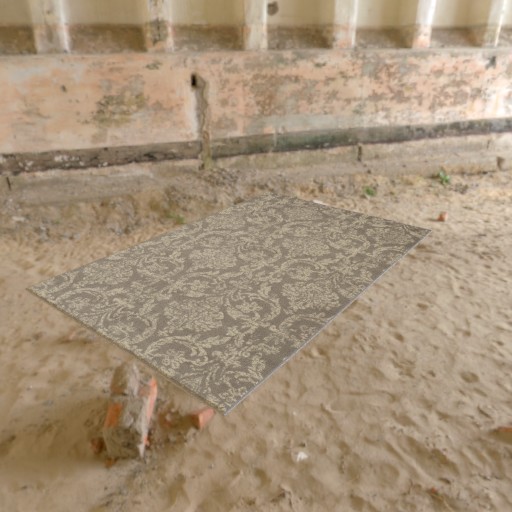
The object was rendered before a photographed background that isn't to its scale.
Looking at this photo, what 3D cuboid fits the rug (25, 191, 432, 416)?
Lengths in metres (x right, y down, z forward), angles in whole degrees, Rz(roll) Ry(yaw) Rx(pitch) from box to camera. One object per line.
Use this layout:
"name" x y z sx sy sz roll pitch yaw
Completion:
"rug" 0.000 0.000 3.460 1.819 0.018 2.746 19 32 34
